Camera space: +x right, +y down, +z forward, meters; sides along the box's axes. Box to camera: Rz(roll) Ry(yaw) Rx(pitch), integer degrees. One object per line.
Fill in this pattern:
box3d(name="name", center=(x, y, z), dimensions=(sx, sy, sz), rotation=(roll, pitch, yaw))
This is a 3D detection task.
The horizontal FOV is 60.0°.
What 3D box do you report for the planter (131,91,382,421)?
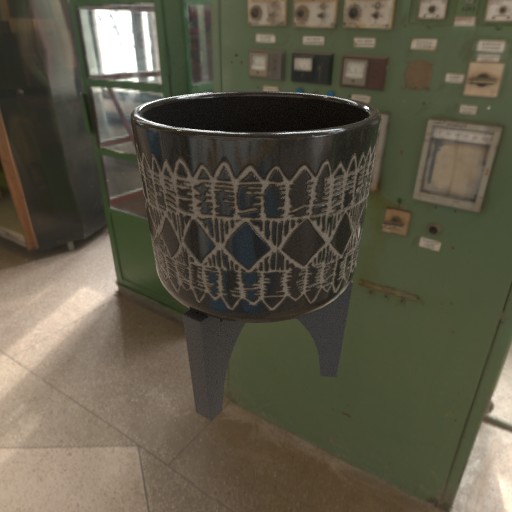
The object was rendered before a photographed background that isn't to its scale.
box3d(name="planter", center=(0.000, 0.000, 0.275), dimensions=(0.129, 0.177, 0.129), rotation=(0, 28, 0))
